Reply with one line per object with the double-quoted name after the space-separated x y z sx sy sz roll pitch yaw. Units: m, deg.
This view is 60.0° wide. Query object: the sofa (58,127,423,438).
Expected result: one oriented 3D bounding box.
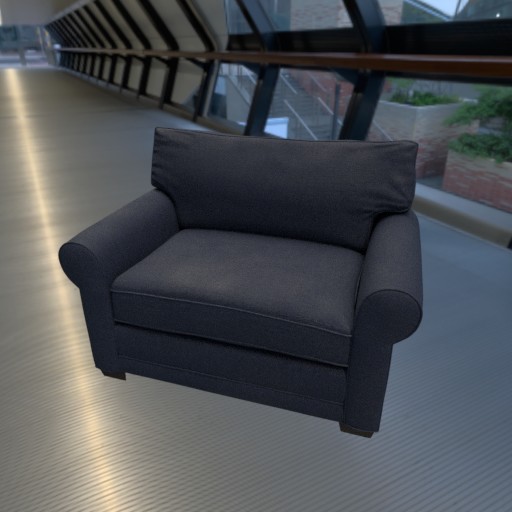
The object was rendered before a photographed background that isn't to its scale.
0.000 0.000 2.029 1.405 1.004 0.938 8 27 15 "sofa"
